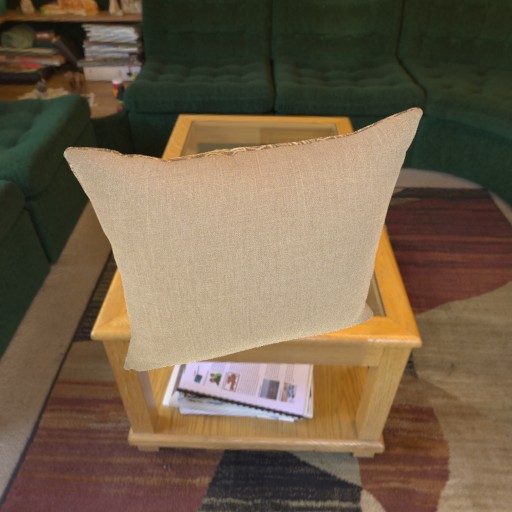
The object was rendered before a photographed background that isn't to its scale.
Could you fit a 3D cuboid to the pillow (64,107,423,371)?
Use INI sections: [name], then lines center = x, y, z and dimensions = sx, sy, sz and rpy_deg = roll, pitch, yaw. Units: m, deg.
[pillow]
center = 0.000, 0.000, 0.792
dimensions = 0.546, 0.487, 0.180
rpy_deg = -10, 41, -12
